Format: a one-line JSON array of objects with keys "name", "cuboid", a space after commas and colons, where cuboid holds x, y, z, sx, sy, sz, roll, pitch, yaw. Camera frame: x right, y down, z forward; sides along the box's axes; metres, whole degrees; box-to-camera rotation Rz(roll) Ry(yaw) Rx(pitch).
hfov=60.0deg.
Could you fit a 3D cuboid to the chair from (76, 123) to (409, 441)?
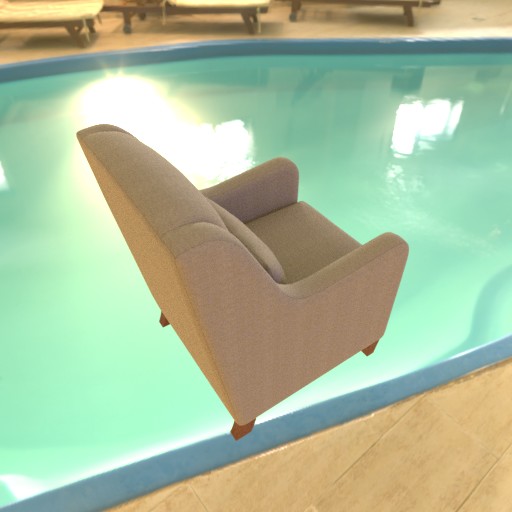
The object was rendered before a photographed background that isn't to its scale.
[{"name": "chair", "cuboid": [0.000, 0.000, 1.644, 0.890, 1.017, 0.715, -24, 47, -24]}]
